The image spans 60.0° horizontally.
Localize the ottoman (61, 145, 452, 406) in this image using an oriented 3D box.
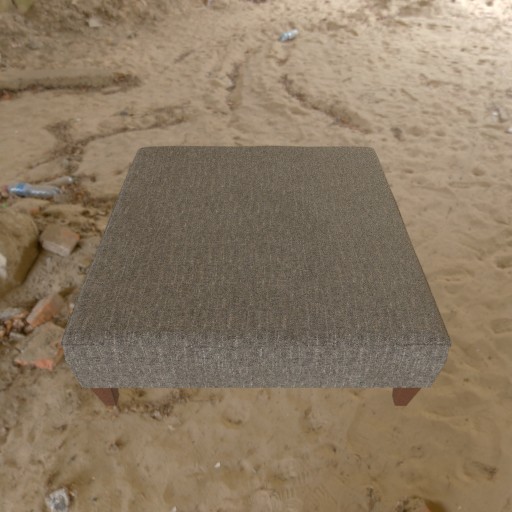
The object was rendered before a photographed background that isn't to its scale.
[{"bbox_3d":[0.000,0.000,1.549,0.981,0.379,1.016,0,42,0],"label":"ottoman"}]
